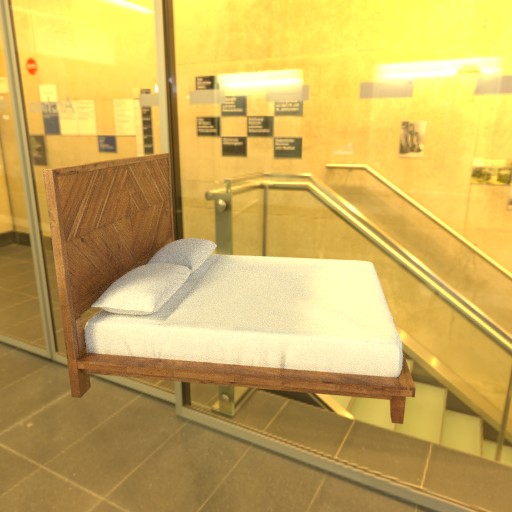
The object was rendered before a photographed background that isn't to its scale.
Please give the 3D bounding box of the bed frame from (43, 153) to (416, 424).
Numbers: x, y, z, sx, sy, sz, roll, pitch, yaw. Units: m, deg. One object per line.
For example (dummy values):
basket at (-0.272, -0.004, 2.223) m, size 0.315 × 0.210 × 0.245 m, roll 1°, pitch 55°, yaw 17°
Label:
bed frame at (0.000, 0.000, 3.628) m, size 2.235 × 1.537 × 2.038 m, roll 2°, pitch 16°, yaw 9°
